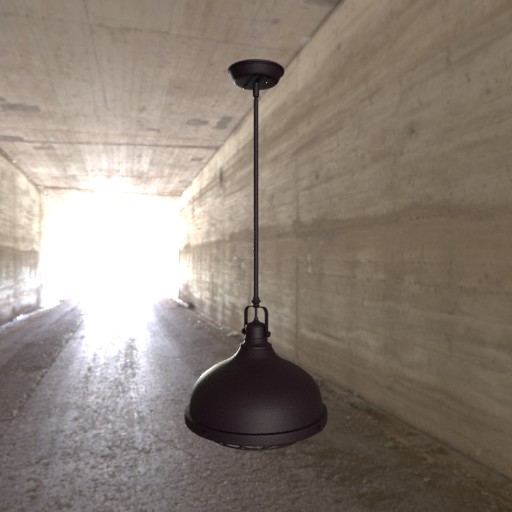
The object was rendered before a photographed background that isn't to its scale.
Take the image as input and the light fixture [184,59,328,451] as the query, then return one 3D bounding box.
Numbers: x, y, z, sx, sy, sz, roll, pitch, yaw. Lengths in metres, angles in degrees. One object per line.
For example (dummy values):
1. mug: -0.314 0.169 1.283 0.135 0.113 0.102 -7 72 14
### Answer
1. light fixture: 0.000 0.000 1.020 0.341 0.849 0.341 0 0 37
